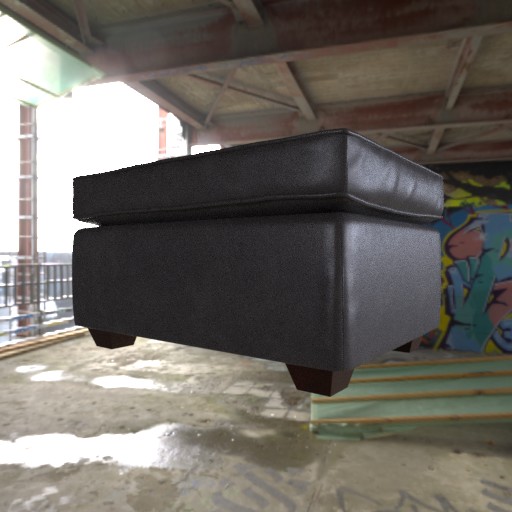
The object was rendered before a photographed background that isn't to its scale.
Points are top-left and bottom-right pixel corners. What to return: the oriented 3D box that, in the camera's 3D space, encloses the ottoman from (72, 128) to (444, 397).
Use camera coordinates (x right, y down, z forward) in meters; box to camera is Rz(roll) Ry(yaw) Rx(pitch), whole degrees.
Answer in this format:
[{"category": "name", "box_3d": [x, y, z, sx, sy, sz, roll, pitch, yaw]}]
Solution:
[{"category": "ottoman", "box_3d": [0.000, 0.000, 1.077, 0.756, 0.445, 0.554, 0, 1, 37]}]
